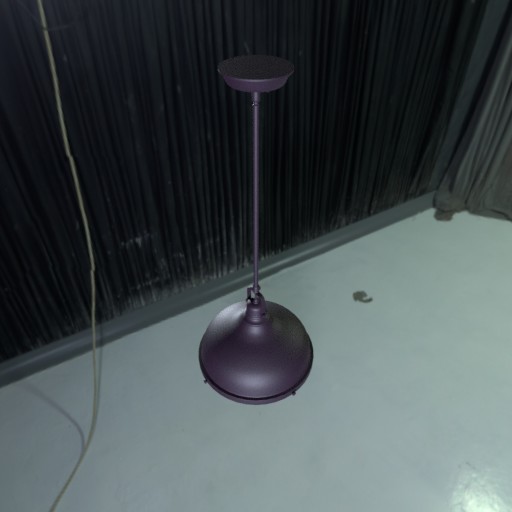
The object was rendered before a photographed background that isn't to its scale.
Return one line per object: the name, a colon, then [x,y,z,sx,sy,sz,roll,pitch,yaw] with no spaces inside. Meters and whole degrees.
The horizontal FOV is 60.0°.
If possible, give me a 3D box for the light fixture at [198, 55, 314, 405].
light fixture: [0.000,0.000,1.031,0.341,0.849,0.341,-25,47,-27]
